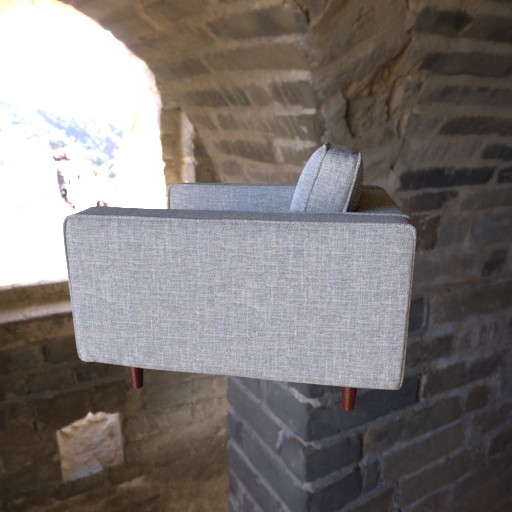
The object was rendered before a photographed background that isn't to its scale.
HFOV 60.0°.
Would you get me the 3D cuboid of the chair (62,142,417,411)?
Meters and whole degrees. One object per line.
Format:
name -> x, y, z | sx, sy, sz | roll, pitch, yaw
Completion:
chair -> 0.000, 0.000, 1.543 | 0.914, 0.765, 0.889 | 3, 15, 10
